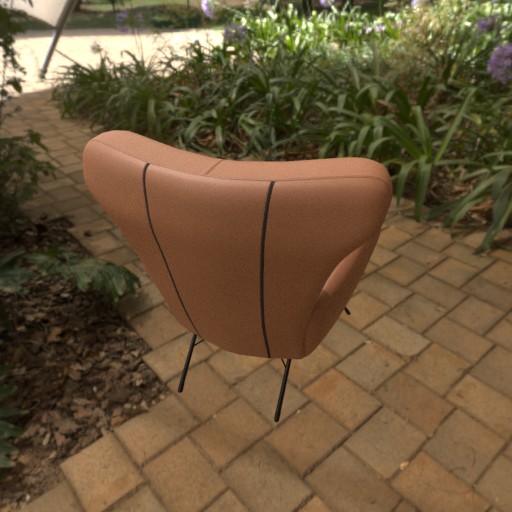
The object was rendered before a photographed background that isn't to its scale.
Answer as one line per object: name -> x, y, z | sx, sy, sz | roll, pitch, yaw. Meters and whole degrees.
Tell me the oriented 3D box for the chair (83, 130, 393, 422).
chair -> 0.000, 0.000, 1.781 | 0.980, 1.050, 0.900 | 11, 33, 17
